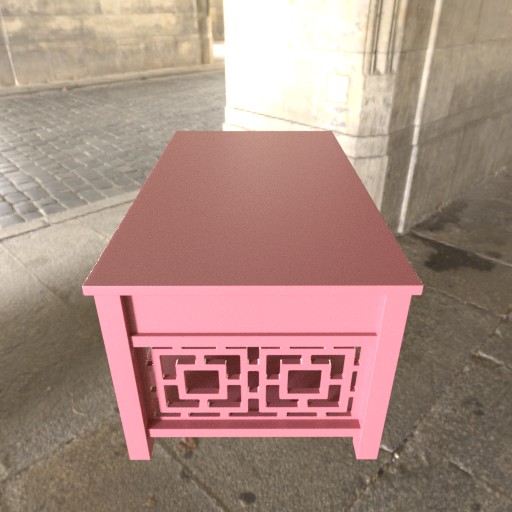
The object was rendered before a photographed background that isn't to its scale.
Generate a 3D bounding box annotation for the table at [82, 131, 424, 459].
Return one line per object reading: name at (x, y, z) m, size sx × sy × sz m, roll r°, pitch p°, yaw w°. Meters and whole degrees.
table at (0.000, 0.000, 1.362) m, size 0.612 × 0.493 × 1.068 m, roll 0°, pitch 30°, yaw 0°
